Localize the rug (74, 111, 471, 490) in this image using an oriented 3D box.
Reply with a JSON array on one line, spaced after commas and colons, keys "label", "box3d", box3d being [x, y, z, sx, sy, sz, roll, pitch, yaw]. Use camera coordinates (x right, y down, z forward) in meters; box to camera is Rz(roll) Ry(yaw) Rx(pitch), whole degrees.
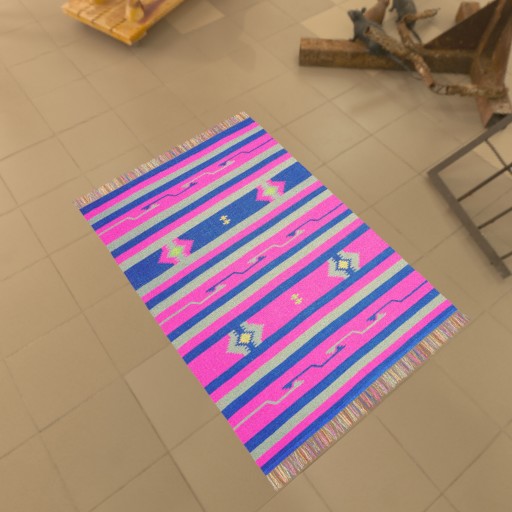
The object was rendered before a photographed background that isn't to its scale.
[{"label": "rug", "box3d": [0.000, 0.000, 2.946, 1.539, 0.013, 2.350, -34, 65, -18]}]
